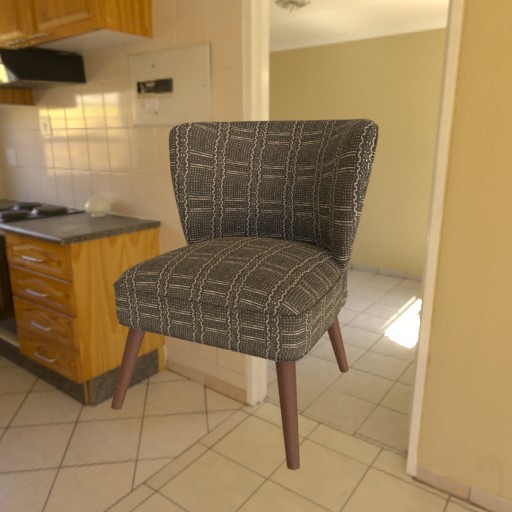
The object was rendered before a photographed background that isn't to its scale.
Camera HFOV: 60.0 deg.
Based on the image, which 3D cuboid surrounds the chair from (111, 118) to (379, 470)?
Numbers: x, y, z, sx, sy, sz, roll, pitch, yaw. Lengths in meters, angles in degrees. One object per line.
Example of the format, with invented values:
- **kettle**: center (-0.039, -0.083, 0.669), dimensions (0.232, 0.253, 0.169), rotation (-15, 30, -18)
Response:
- **chair**: center (0.000, 0.000, 1.435), dimensions (0.710, 0.866, 0.758), rotation (7, 16, 25)
